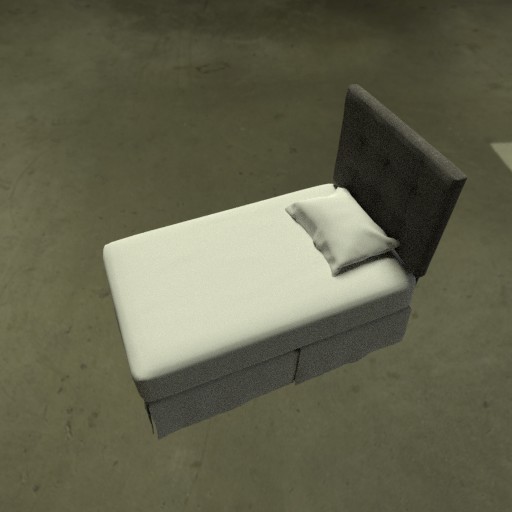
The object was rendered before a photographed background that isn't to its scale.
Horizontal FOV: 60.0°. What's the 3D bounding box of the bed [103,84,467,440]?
[{"bbox_3d":[0.000,0.000,3.011,1.997,1.571,1.261,-17,50,-15],"label":"bed"}]
